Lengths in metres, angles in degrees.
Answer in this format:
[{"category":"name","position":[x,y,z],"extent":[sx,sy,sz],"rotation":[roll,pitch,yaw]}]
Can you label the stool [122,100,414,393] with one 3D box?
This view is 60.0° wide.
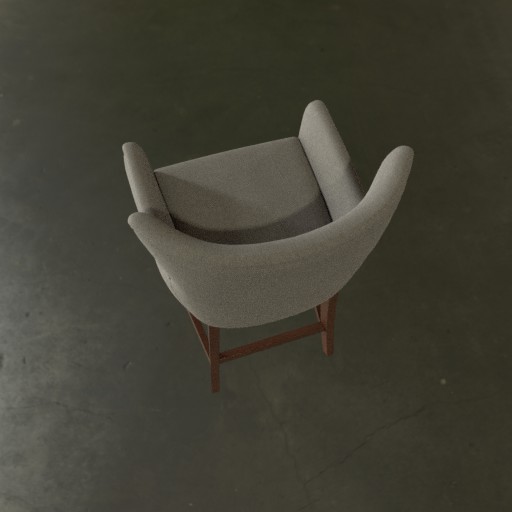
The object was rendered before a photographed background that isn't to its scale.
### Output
[{"category":"stool","position":[0.000,0.000,1.290],"extent":[0.575,0.951,0.575],"rotation":[-16,60,-9]}]
